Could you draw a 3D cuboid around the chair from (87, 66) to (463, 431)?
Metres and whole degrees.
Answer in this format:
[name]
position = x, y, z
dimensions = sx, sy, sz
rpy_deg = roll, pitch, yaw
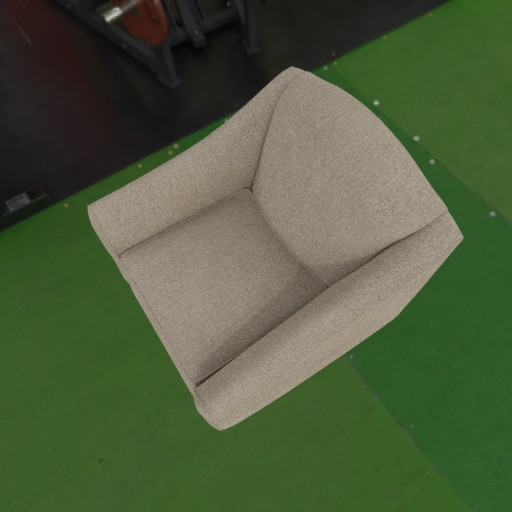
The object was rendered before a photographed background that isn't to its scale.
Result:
[chair]
position = 0.000, 0.000, 1.426
dimensions = 0.787, 0.839, 0.763
rpy_deg = -30, 67, -15
